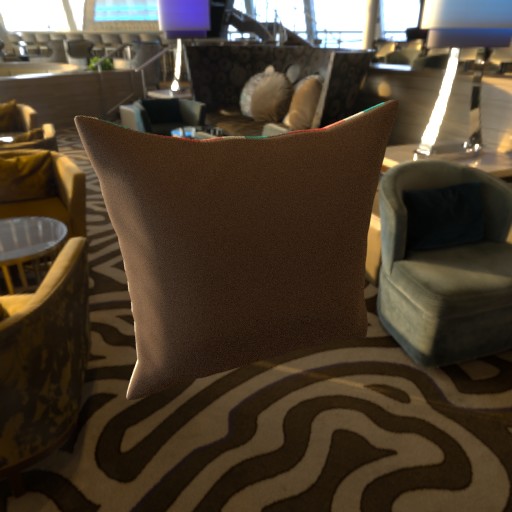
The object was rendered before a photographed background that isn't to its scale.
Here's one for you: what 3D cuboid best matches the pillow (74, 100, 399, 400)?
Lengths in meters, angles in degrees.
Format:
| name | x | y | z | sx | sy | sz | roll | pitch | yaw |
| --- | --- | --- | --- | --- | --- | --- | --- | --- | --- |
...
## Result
| name | x | y | z | sx | sy | sz | roll | pitch | yaw |
| --- | --- | --- | --- | --- | --- | --- | --- | --- | --- |
| pillow | 0.000 | 0.000 | 0.687 | 0.453 | 0.443 | 0.168 | -9 | 28 | -18 |
